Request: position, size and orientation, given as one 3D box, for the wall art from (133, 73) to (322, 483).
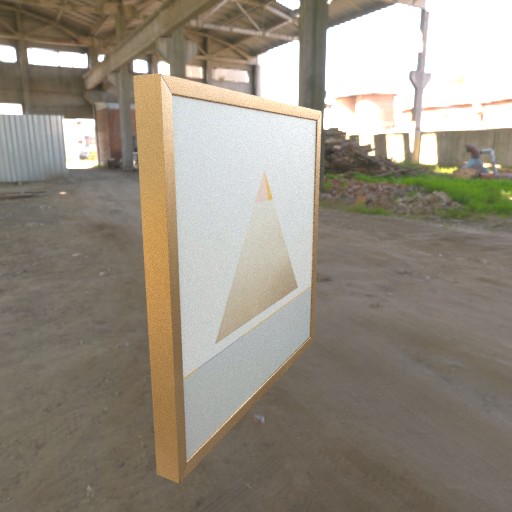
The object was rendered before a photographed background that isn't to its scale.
[{"bbox_3d":[0.000,0.000,0.760,0.038,0.511,0.513,7,15,27],"label":"wall art"}]
